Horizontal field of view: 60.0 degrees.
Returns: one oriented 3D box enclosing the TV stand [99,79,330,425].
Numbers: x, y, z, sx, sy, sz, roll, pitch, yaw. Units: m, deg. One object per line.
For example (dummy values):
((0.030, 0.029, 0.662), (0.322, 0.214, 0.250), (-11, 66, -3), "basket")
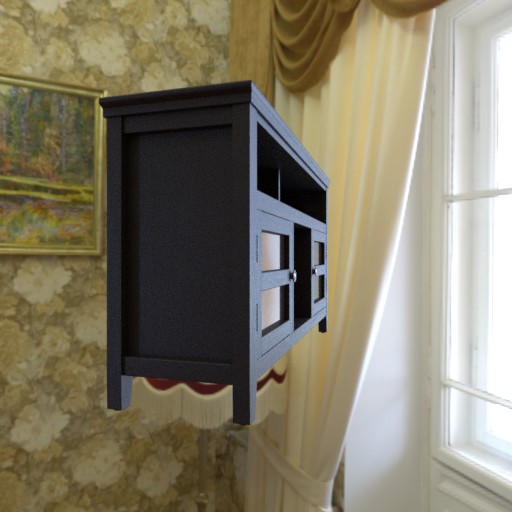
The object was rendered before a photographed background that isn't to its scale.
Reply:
((0.000, 0.000, 1.475), (0.347, 0.681, 1.198), (0, 0, 17), "TV stand")
